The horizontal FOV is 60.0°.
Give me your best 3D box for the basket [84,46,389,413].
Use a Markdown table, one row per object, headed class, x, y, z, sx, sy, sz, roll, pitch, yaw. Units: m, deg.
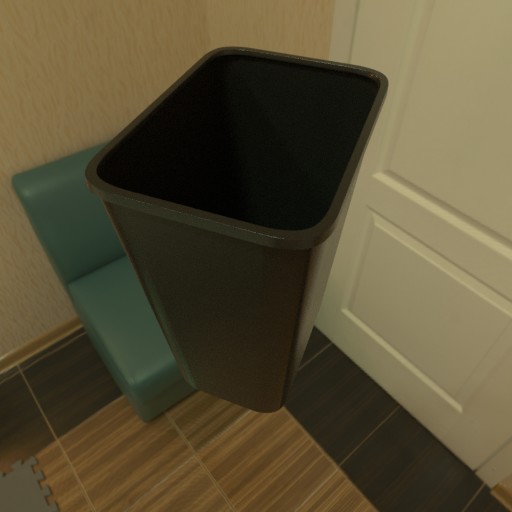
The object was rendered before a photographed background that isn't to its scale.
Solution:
| class | x | y | z | sx | sy | sz | roll | pitch | yaw |
| --- | --- | --- | --- | --- | --- | --- | --- | --- | --- |
| basket | 0.000 | 0.000 | 0.756 | 0.287 | 0.521 | 0.394 | 16 | 49 | 14 |
